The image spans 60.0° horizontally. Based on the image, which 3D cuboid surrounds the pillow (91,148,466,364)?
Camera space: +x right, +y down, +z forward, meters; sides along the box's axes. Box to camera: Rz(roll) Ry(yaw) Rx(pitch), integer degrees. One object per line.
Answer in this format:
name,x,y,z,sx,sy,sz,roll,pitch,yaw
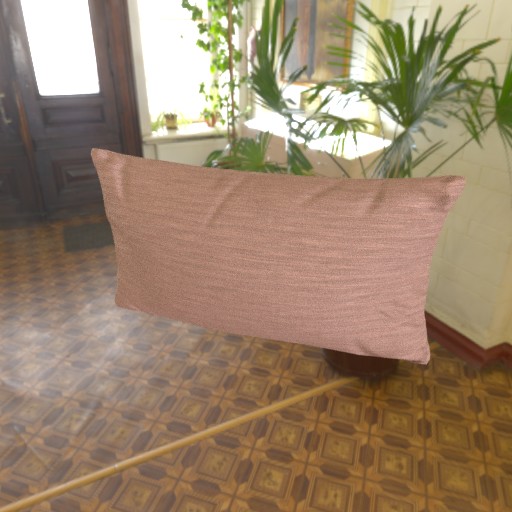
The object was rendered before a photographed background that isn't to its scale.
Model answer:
pillow,0.000,0.000,0.785,0.633,0.338,0.210,8,27,16
